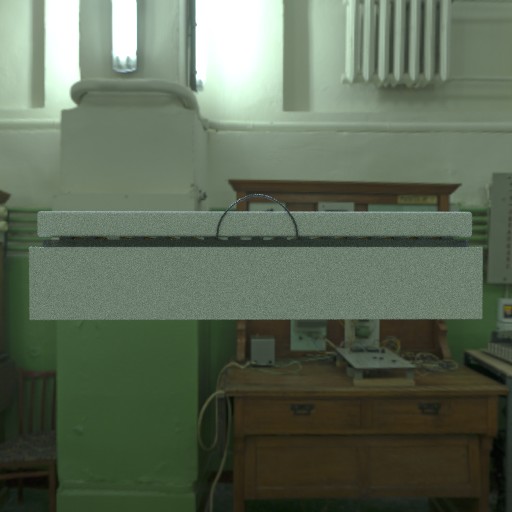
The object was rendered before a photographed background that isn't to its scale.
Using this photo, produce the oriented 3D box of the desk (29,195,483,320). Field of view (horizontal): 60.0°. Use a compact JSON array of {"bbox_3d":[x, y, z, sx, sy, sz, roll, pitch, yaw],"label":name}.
[{"bbox_3d":[0.000,0.000,2.303,1.900,0.526,0.900,0,1,-1],"label":"desk"}]
